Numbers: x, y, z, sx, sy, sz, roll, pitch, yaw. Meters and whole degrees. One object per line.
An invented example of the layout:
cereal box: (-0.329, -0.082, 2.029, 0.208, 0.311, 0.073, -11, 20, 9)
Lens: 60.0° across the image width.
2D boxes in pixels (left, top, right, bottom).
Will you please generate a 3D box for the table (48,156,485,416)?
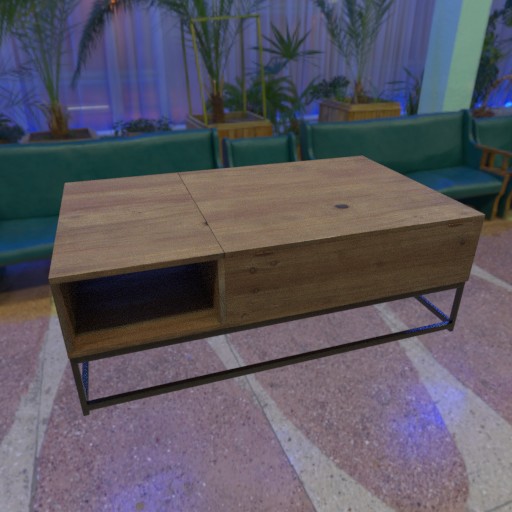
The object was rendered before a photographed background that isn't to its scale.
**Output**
table: (0.000, 0.000, 1.415, 1.101, 0.395, 0.655, -9, 29, -16)
